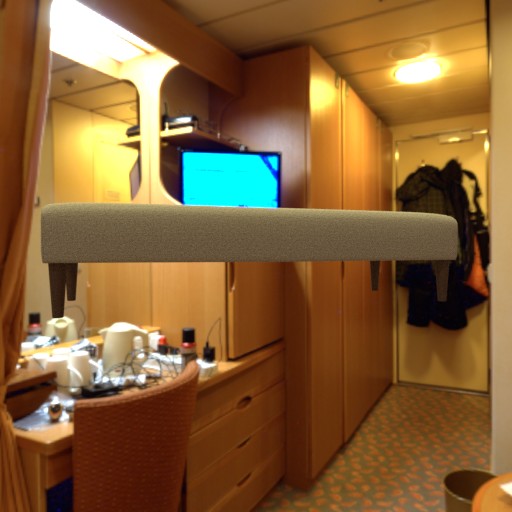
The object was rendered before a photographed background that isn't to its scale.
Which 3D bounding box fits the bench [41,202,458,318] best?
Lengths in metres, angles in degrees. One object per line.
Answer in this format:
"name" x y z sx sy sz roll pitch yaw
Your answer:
"bench" 0.000 0.000 1.892 1.598 0.383 0.631 0 1 -18
